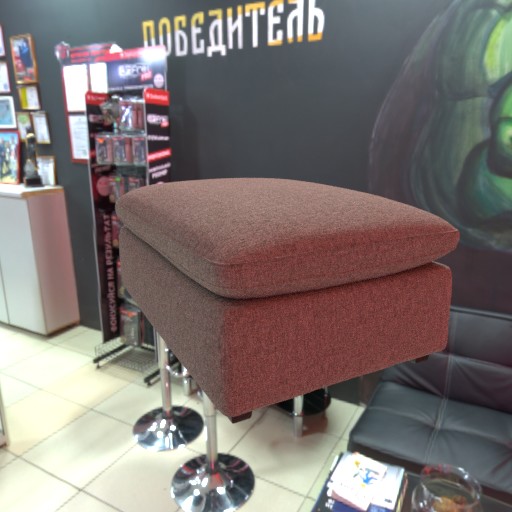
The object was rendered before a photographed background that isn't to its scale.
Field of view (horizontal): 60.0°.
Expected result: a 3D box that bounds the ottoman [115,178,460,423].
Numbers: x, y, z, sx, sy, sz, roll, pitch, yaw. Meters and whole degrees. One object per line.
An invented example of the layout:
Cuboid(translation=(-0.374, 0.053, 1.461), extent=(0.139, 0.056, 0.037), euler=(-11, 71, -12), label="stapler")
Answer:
Cuboid(translation=(0.000, 0.000, 1.380), extent=(0.694, 0.451, 0.977), euler=(-8, 17, -27), label="ottoman")
